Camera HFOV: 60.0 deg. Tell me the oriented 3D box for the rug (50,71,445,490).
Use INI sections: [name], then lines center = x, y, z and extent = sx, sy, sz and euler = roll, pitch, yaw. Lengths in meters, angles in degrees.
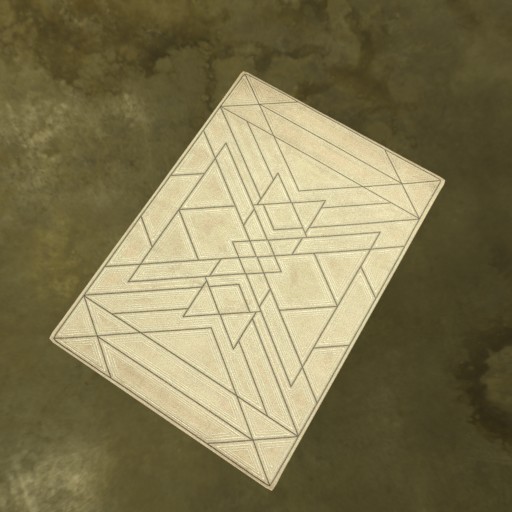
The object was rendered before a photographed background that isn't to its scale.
[rug]
center = 0.000, 0.000, 4.297
extent = 2.436, 0.026, 3.381
euler = 31, 78, 7
